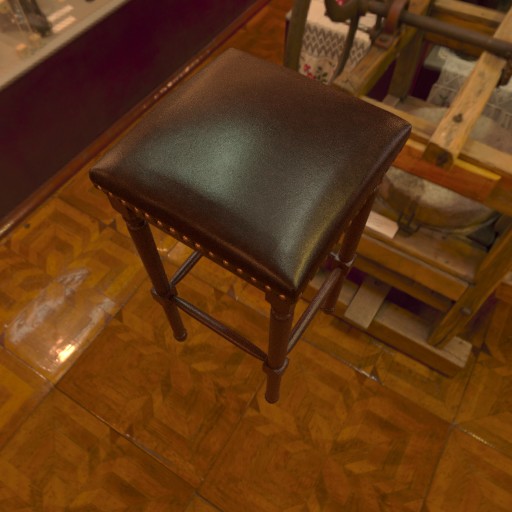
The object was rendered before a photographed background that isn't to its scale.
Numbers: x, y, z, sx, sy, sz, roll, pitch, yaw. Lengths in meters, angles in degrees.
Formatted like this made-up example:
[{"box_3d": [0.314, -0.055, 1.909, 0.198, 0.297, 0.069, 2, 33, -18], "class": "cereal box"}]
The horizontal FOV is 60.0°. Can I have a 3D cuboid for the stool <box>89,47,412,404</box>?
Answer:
[{"box_3d": [0.000, 0.000, 0.993, 0.382, 0.768, 0.383, 30, 63, 17], "class": "stool"}]
